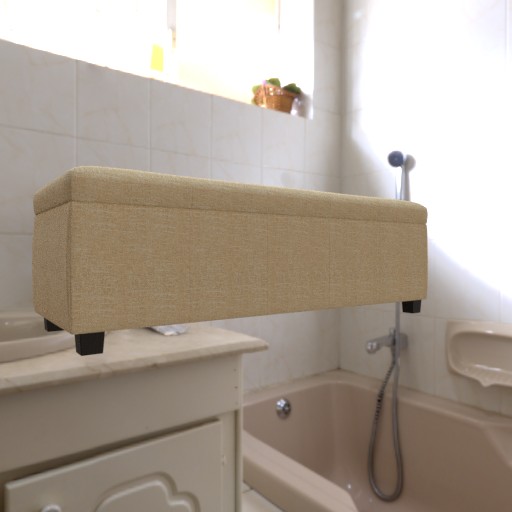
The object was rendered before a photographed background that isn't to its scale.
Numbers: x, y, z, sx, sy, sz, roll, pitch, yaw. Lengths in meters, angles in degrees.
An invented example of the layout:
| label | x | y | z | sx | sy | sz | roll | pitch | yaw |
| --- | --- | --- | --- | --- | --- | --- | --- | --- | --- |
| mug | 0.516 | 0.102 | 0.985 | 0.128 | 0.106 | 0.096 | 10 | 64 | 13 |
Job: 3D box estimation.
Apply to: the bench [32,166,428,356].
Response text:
| label | x | y | z | sx | sy | sz | roll | pitch | yaw |
| --- | --- | --- | --- | --- | --- | --- | --- | --- | --- |
| bench | 0.000 | 0.000 | 1.404 | 1.219 | 0.406 | 0.432 | 0 | 0 | -35 |
